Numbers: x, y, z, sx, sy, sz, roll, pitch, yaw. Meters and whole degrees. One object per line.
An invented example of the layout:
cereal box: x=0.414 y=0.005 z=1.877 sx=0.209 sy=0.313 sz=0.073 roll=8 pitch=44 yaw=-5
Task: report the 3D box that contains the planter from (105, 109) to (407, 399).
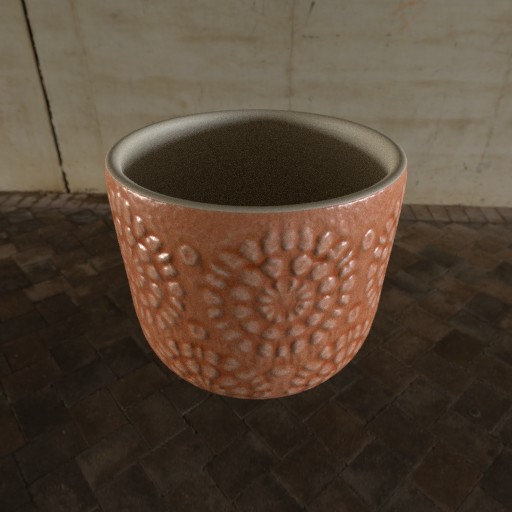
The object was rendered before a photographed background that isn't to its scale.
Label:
planter: x=0.000 y=0.000 z=0.215 sx=0.124 sy=0.109 sz=0.124 roll=0 pitch=32 yaw=0
